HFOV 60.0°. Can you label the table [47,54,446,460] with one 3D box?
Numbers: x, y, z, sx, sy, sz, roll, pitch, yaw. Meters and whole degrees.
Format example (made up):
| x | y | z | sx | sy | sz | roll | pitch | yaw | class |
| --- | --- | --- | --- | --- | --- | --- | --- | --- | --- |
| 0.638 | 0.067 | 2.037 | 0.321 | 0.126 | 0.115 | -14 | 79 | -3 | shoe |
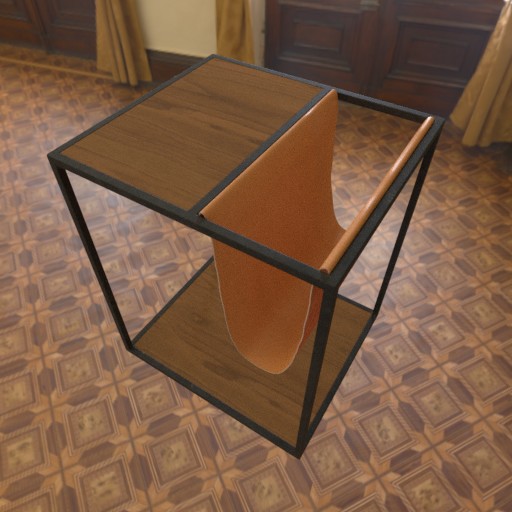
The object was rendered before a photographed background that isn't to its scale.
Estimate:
| x | y | z | sx | sy | sz | roll | pitch | yaw | class |
| --- | --- | --- | --- | --- | --- | --- | --- | --- | --- |
| 0.000 | 0.000 | 0.852 | 0.450 | 0.536 | 0.399 | 25 | 52 | 21 | table |
